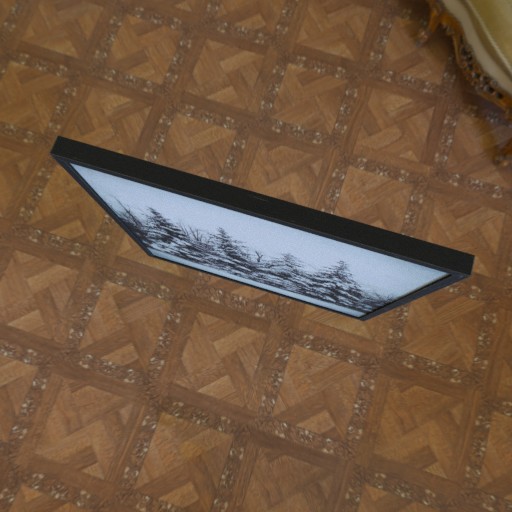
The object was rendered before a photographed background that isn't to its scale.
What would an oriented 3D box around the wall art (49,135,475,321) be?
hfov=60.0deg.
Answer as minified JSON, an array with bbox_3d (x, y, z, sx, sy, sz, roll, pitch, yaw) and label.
[{"bbox_3d":[0.000,0.000,1.137,0.761,0.761,0.037,17,77,4],"label":"wall art"}]
